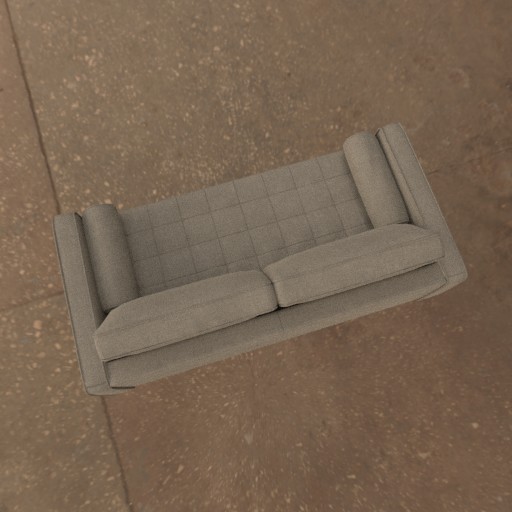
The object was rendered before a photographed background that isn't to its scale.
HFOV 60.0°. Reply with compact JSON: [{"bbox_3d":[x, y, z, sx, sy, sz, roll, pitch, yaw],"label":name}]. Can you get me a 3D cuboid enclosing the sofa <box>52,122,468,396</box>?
[{"bbox_3d":[0.000,0.000,2.324,1.879,0.762,0.914,-16,74,-5],"label":"sofa"}]
